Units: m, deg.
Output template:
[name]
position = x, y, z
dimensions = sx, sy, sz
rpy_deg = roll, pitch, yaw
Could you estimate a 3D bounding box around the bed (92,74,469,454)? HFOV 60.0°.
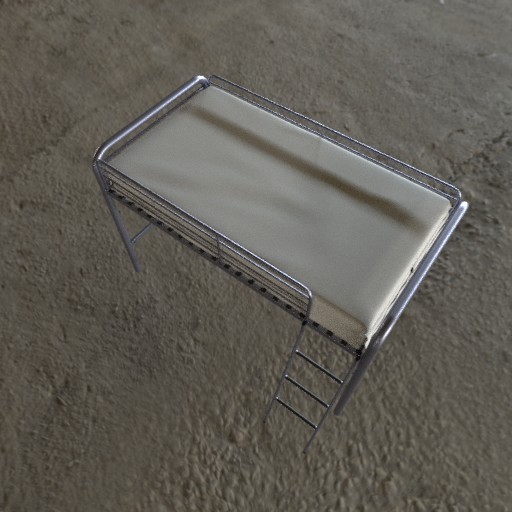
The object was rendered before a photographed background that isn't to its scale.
[bed]
position = 0.000, 0.000, 2.976
dimensions = 1.965, 1.288, 1.415
rpy_deg = 32, 62, 20
